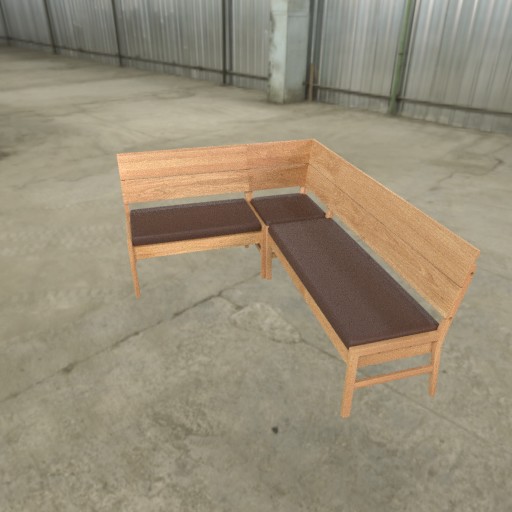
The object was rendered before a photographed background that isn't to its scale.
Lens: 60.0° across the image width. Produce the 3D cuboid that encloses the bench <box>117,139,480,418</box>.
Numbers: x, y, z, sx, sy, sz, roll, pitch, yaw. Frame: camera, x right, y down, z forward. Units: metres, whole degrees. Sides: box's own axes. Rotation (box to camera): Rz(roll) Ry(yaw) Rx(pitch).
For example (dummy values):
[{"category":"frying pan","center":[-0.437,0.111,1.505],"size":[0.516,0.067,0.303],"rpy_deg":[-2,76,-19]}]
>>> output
[{"category":"bench","center":[0.000,0.000,2.810],"size":[1.549,0.890,1.975],"rpy_deg":[-8,31,-14]}]
